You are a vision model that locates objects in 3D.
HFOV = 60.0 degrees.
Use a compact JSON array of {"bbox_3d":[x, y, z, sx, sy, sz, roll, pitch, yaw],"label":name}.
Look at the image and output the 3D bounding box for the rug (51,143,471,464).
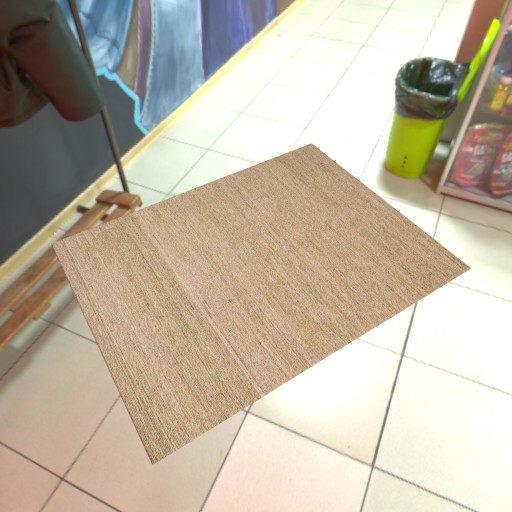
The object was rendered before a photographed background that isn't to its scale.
[{"bbox_3d":[0.000,0.000,4.224,3.198,0.016,2.425,-25,53,-21],"label":"rug"}]
